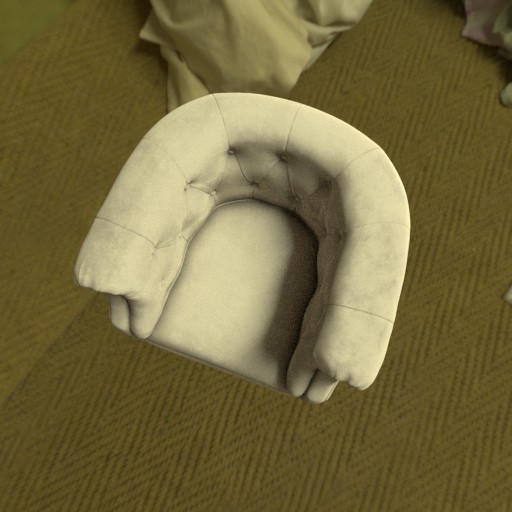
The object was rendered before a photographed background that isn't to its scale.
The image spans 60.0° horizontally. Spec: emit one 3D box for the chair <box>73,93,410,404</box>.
[{"bbox_3d":[0.000,0.000,1.607,0.904,0.826,0.851,19,77,5],"label":"chair"}]
